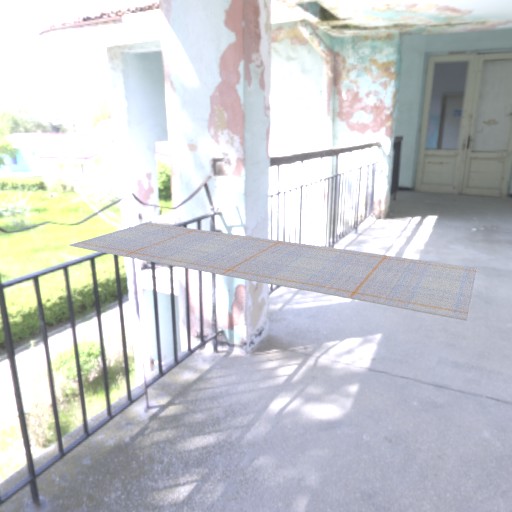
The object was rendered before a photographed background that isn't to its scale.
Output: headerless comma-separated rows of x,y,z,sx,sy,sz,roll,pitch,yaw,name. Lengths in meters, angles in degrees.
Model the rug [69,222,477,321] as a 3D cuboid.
0.000,0.000,2.745,2.442,0.016,0.770,9,19,27,rug
